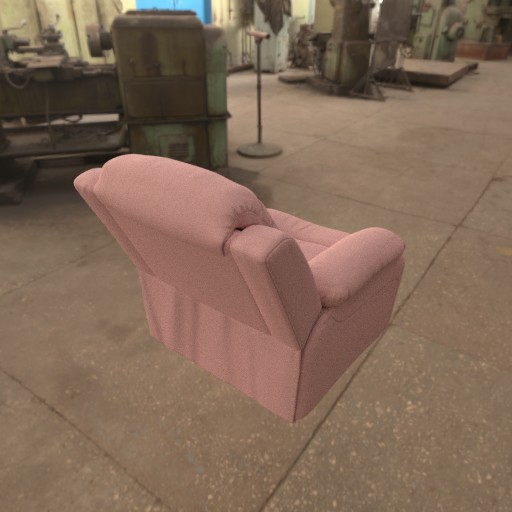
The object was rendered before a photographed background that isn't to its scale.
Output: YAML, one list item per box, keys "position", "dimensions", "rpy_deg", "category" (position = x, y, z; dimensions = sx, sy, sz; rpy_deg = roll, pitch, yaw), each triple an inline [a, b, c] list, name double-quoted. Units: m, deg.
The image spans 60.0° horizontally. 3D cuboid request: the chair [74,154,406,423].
- position: [0.000, 0.000, 1.285]
  dimensions: [0.680, 0.702, 0.709]
  rpy_deg: [22, 37, 32]
  category: "chair"
